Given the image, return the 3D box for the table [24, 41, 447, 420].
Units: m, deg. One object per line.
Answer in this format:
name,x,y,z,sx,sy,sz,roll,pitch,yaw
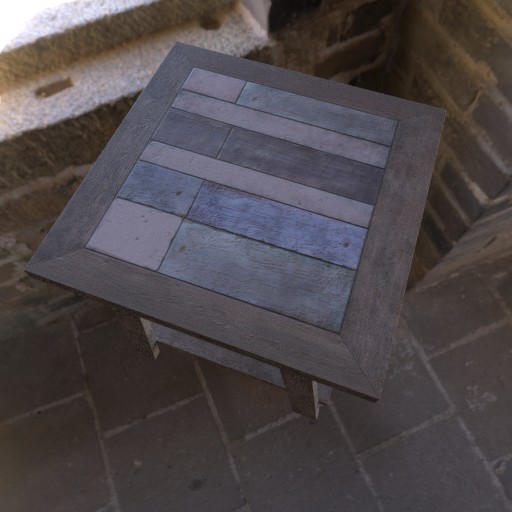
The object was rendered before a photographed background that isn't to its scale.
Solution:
table,0.000,0.000,1.098,0.610,0.610,0.610,18,65,9
